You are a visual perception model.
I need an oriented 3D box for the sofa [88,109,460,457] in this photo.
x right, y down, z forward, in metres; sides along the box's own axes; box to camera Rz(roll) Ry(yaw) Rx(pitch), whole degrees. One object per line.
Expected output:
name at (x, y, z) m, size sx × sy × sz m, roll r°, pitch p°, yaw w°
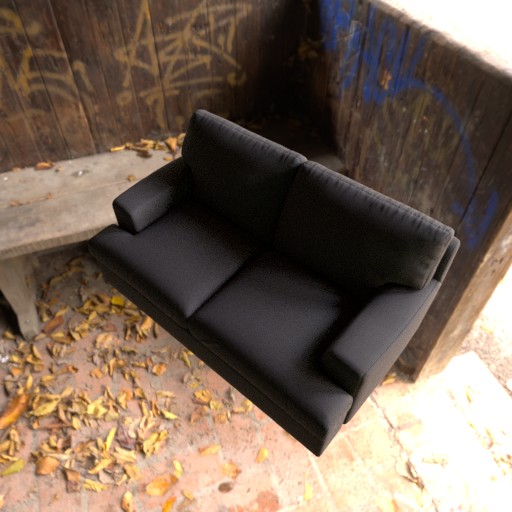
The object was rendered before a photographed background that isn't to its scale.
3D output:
sofa at (0.000, 0.000, 2.588) m, size 1.880 × 0.940 × 1.143 m, roll 32°, pitch 55°, yaw 26°
